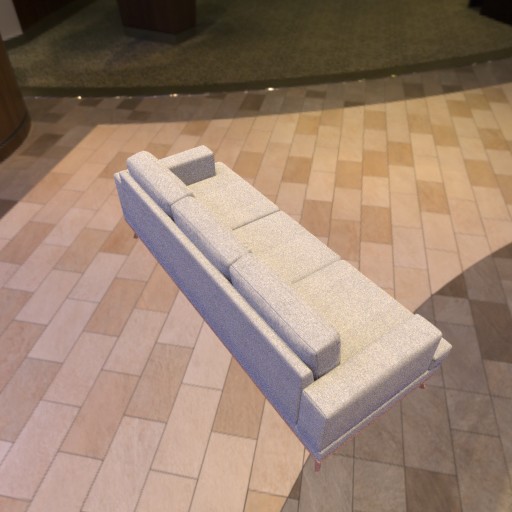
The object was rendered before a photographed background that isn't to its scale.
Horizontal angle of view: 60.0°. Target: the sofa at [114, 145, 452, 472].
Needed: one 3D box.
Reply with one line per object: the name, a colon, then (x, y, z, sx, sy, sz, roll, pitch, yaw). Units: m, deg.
sofa: (0.000, 0.000, 2.806, 0.920, 0.810, 2.310, -25, 48, -25)
